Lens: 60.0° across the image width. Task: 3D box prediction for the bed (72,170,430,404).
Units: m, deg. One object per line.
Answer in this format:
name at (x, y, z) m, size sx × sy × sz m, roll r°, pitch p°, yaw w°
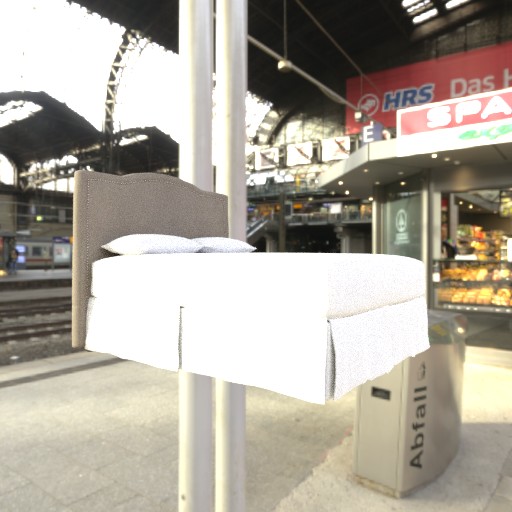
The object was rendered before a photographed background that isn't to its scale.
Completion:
bed at (0.000, 0.000, 3.336) m, size 2.128 × 1.441 × 1.744 m, roll 0°, pitch 0°, yaw 37°
